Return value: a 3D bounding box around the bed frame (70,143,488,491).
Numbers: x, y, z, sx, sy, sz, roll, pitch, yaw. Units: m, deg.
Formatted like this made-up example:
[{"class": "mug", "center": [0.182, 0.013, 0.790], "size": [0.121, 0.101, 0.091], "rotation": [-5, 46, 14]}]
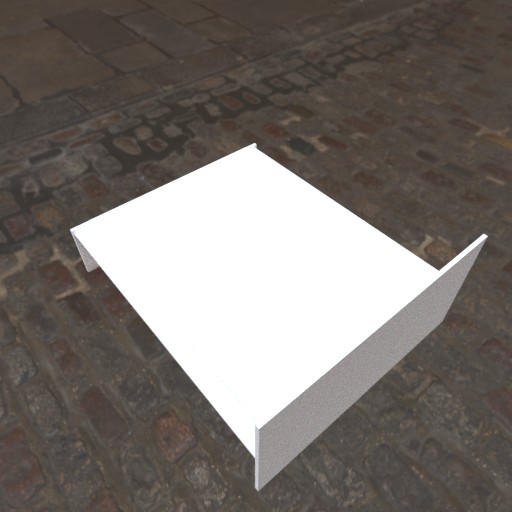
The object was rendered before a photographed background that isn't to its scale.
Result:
[{"class": "bed frame", "center": [0.000, 0.000, 2.840], "size": [1.622, 0.800, 1.960], "rotation": [-32, 54, -26]}]
